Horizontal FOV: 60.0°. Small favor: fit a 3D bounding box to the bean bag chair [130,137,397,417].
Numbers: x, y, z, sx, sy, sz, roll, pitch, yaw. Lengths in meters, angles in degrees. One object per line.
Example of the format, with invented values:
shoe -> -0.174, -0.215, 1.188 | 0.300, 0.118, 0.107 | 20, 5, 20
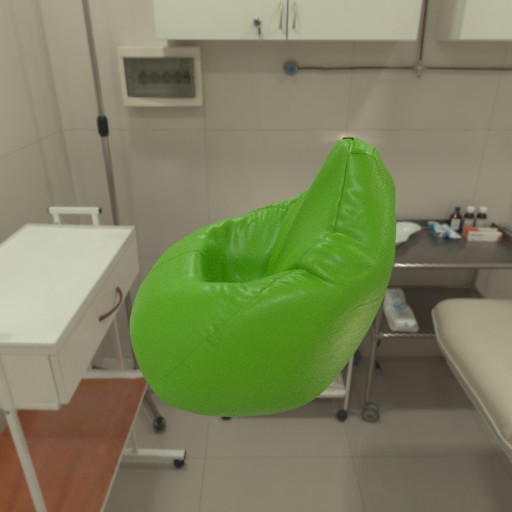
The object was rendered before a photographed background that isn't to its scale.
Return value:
bean bag chair -> 0.000, 0.000, 1.887 | 1.070, 0.990, 1.070 | 0, 26, -1
